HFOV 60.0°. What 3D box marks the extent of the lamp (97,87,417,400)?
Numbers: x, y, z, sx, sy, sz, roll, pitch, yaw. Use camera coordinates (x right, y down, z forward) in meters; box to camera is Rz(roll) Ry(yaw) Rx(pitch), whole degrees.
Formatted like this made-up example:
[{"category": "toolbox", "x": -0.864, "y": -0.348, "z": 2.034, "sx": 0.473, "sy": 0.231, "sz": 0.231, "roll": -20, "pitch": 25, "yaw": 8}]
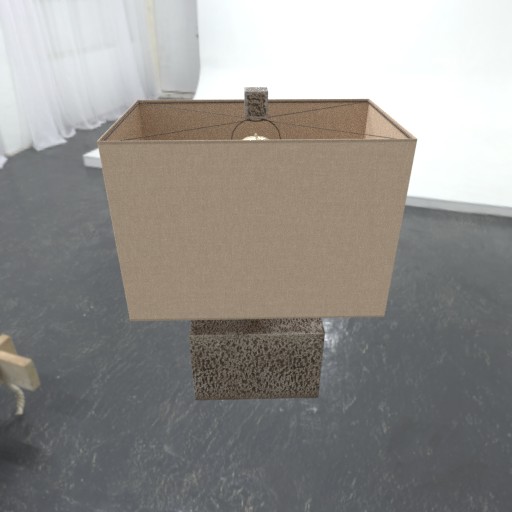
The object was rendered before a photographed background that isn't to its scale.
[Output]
[{"category": "lamp", "x": 0.000, "y": 0.000, "z": 0.574, "sx": 0.294, "sy": 0.411, "sz": 0.180, "roll": -1, "pitch": 31, "yaw": -1}]
